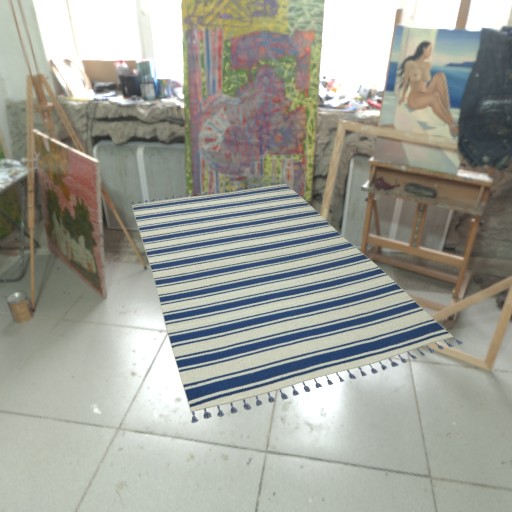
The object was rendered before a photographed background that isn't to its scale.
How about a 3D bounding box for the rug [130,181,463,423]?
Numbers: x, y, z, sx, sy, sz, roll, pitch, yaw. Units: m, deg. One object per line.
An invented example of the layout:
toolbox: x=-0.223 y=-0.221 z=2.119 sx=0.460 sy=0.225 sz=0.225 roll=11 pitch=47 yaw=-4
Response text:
rug: x=0.000 y=0.000 z=2.647 sx=1.248 sy=0.009 sz=2.108 roll=-10 pitch=33 yaw=-17
